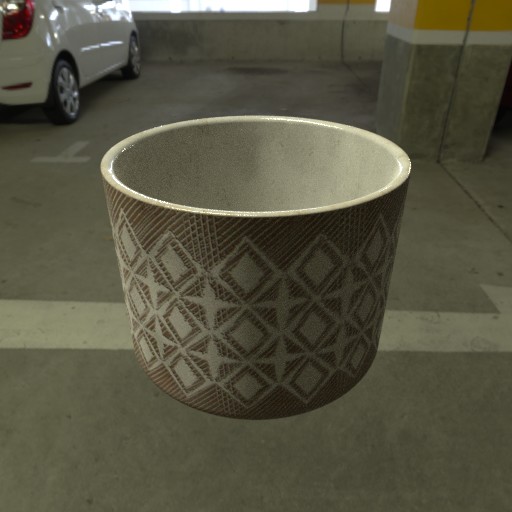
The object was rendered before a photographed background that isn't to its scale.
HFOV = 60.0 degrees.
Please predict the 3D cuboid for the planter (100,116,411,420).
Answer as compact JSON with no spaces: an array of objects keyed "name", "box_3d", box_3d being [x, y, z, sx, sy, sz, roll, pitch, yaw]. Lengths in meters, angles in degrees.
[{"name":"planter","box_3d":[0.000,0.000,0.214,0.126,0.104,0.126,0,31,0]}]
